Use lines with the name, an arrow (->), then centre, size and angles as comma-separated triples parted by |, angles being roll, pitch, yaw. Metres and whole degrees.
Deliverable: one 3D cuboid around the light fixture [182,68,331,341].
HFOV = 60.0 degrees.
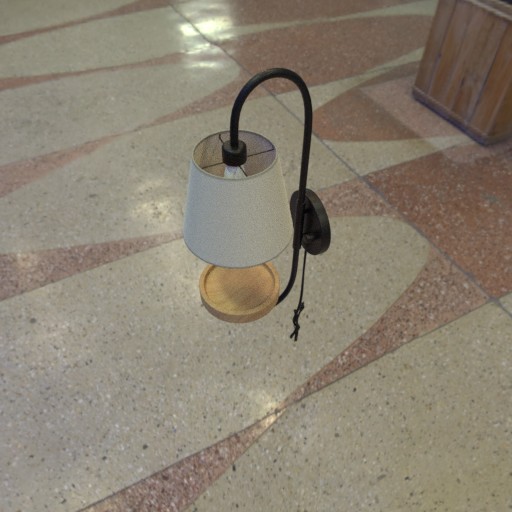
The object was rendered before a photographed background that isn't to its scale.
light fixture -> 0.000, 0.000, 0.971 | 0.299, 0.821, 0.220 | -18, 50, -16
